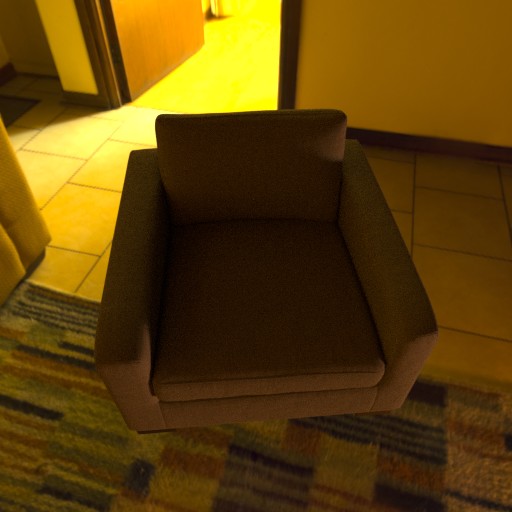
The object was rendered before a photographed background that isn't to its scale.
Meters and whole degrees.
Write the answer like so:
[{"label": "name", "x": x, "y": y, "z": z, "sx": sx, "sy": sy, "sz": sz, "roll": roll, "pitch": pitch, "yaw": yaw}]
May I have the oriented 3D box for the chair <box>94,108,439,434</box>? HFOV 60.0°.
[{"label": "chair", "x": 0.000, "y": 0.000, "z": 1.798, "sx": 1.070, "sy": 0.847, "sz": 1.100, "roll": -4, "pitch": 46, "yaw": -3}]
